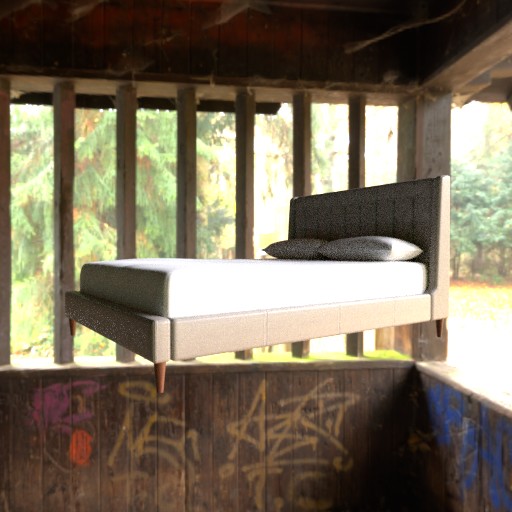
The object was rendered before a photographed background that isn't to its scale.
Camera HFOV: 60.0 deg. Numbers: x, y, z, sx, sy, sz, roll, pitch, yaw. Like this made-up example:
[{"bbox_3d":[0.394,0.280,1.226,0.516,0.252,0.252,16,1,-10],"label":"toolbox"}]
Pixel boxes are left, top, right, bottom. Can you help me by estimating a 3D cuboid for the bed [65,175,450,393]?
[{"bbox_3d":[0.000,0.000,3.177,2.232,1.147,1.656,-1,1,-35],"label":"bed"}]
